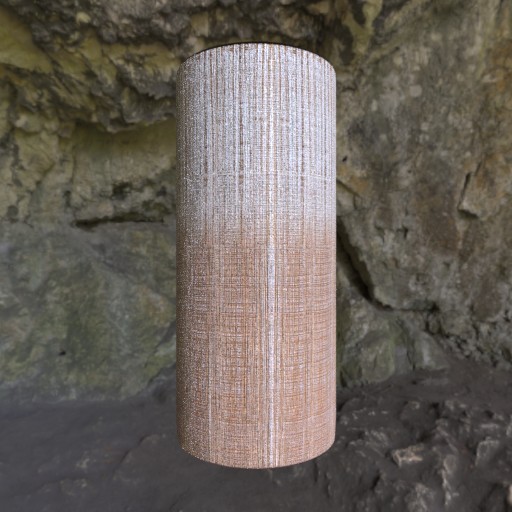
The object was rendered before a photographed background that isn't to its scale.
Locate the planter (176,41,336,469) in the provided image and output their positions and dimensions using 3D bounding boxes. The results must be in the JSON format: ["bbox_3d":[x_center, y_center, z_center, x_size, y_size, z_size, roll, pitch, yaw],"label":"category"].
[{"bbox_3d":[0.000,0.000,0.282,0.100,0.227,0.100,0,0,16],"label":"planter"}]
